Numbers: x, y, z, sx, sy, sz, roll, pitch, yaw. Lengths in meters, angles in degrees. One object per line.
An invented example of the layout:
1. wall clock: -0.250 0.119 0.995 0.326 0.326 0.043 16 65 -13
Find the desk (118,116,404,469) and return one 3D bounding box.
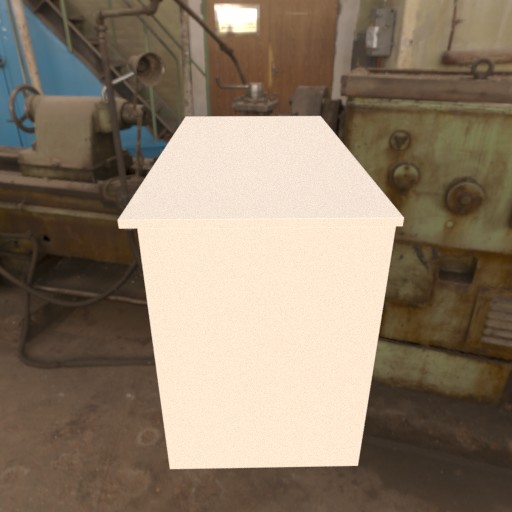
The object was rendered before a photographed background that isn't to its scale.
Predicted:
1. desk: 0.000 0.000 1.521 0.560 0.735 1.097 -1 28 -1
